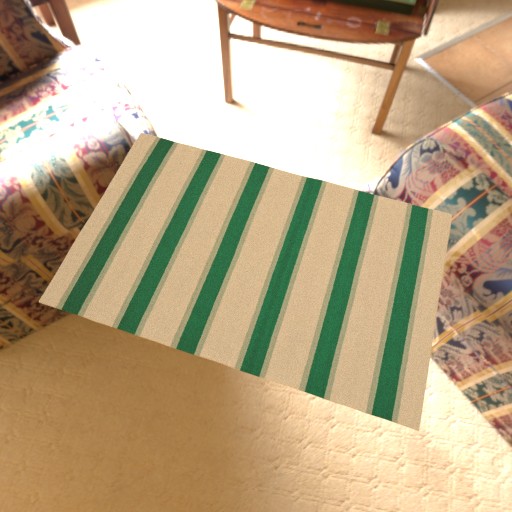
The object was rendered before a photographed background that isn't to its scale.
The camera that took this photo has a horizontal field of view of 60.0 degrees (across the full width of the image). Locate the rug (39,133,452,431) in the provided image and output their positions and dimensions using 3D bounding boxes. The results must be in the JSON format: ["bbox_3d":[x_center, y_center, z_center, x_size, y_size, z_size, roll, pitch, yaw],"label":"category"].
[{"bbox_3d":[0.000,0.000,2.996,2.436,0.015,1.521,17,63,9],"label":"rug"}]
